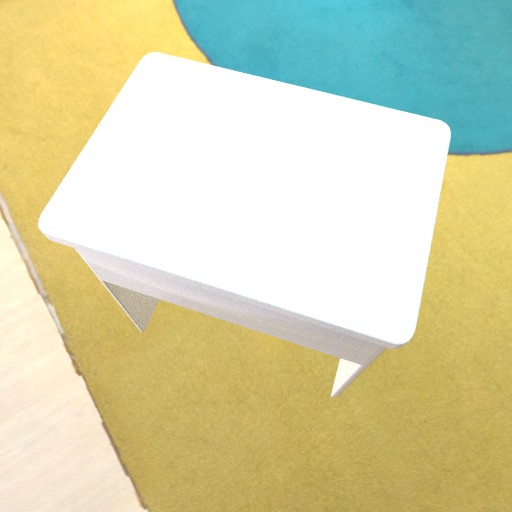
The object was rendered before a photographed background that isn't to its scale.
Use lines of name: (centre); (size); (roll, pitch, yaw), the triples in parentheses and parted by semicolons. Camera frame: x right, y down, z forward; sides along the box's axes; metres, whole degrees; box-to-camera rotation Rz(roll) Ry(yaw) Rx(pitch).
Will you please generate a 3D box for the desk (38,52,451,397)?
desk: (0.000, 0.000, 1.304); (0.762, 0.800, 0.549); (17, 65, 8)
